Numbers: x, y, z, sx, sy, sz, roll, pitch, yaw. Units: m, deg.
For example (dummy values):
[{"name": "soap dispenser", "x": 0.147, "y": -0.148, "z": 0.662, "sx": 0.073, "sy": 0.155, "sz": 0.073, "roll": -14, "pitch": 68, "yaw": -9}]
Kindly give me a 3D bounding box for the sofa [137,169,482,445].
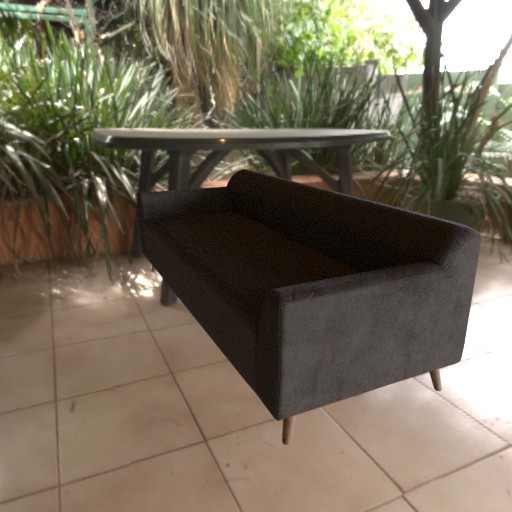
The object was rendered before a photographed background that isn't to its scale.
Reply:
[{"name": "sofa", "x": 0.000, "y": 0.000, "z": 2.556, "sx": 0.900, "sy": 0.740, "sz": 2.190, "roll": -8, "pitch": 20, "yaw": -24}]
